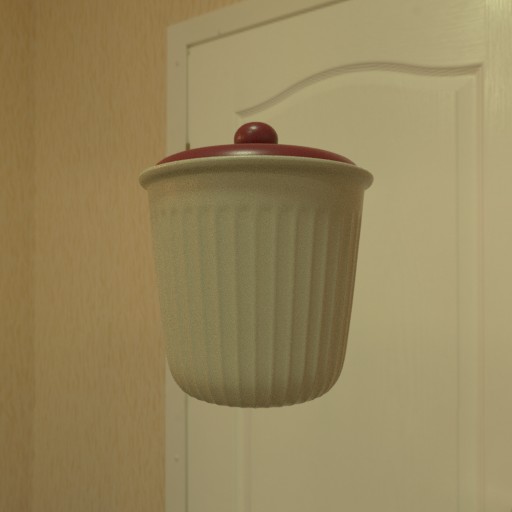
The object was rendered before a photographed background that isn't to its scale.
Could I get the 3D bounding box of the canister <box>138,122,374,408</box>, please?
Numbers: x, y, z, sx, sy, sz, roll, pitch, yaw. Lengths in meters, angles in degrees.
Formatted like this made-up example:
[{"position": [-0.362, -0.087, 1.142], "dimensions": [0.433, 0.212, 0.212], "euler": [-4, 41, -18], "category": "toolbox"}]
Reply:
[{"position": [0.000, 0.000, 0.352], "dimensions": [0.181, 0.211, 0.181], "euler": [0, 0, 0], "category": "canister"}]
